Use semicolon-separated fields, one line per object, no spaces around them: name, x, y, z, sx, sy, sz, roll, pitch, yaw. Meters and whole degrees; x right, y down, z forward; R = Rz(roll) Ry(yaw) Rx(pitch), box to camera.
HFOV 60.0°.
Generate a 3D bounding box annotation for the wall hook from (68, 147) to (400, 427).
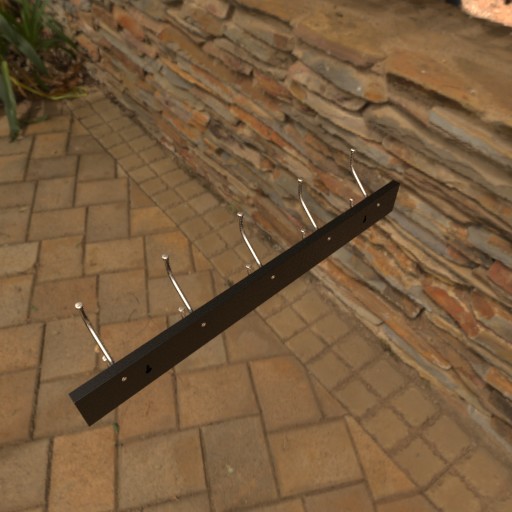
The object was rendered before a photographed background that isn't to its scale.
wall hook;0.000;0.000;0.615;0.571;0.117;0.071;-33;54;-27
